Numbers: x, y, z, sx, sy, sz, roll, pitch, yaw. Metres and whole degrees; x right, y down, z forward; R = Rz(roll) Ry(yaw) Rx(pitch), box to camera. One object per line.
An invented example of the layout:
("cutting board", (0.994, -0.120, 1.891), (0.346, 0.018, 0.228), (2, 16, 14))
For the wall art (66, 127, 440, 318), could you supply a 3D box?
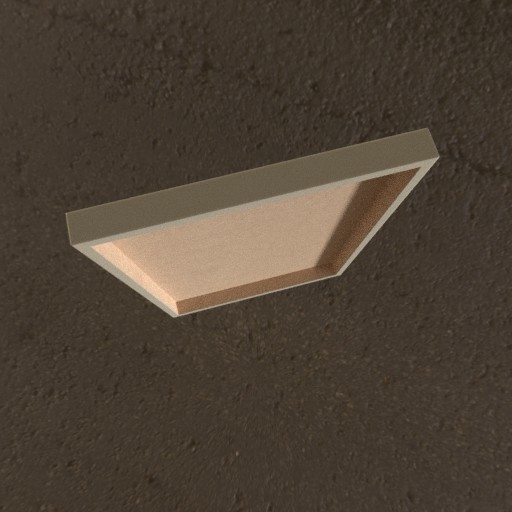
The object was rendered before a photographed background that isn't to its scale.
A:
("wall art", (0.000, 0.000, 0.784), (0.418, 0.608, 0.038), (-14, 75, -4))
